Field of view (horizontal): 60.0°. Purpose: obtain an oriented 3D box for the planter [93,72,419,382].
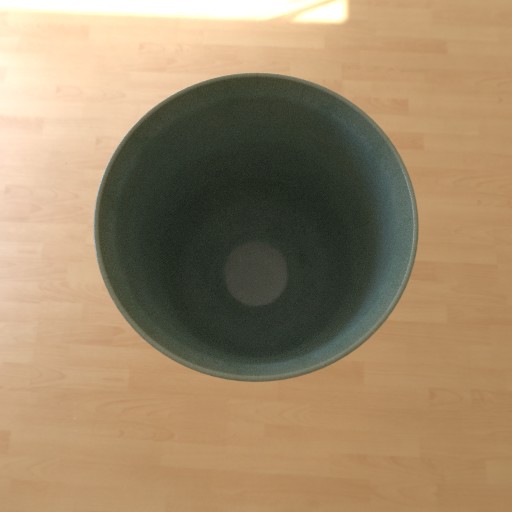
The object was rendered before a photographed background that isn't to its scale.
[{"bbox_3d":[0.000,0.000,0.373,0.198,0.214,0.198,0,76,0],"label":"planter"}]
